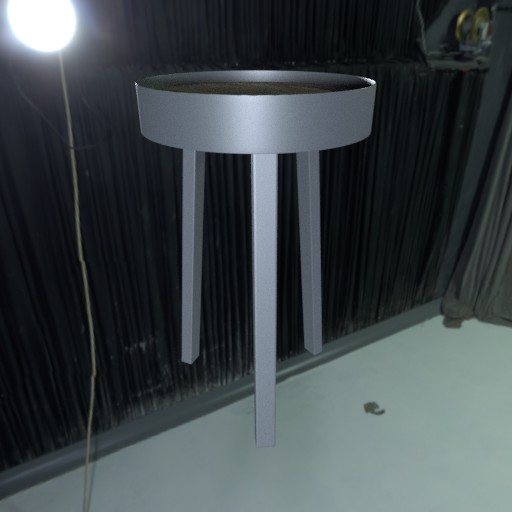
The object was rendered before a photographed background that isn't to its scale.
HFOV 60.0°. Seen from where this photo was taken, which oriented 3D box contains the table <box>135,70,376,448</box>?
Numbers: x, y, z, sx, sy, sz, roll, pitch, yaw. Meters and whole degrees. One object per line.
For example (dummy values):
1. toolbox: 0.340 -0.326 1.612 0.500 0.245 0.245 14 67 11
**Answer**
1. table: 0.000 0.000 0.924 0.406 0.686 0.406 -18 32 -31
